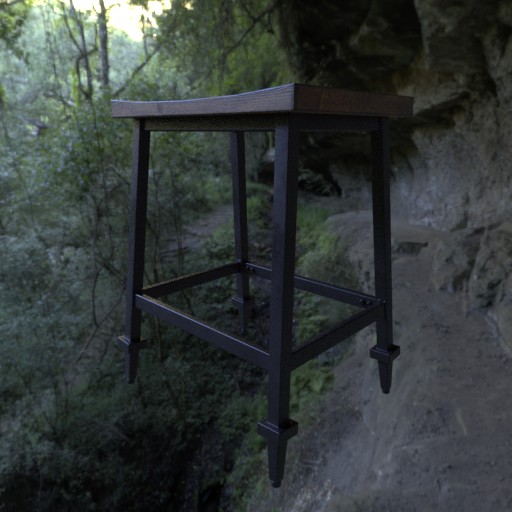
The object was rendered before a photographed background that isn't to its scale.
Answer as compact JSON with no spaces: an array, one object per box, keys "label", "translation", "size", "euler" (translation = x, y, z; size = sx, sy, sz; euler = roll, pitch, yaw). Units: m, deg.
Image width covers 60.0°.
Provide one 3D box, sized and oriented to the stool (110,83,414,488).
[{"label":"stool","translation":[0.000,0.000,0.930],"size":[0.486,0.625,0.405],"euler":[15,21,42]}]
